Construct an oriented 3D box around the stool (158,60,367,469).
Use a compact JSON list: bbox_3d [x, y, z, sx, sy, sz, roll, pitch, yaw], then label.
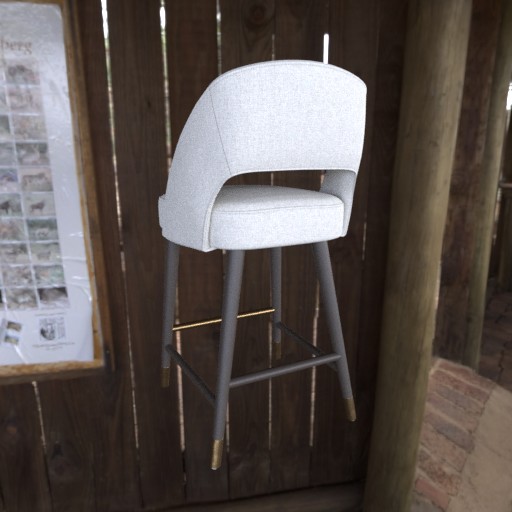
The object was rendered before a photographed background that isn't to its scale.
[{"bbox_3d":[0.000,0.000,1.242,0.494,0.940,0.509,-7,15,-27],"label":"stool"}]
